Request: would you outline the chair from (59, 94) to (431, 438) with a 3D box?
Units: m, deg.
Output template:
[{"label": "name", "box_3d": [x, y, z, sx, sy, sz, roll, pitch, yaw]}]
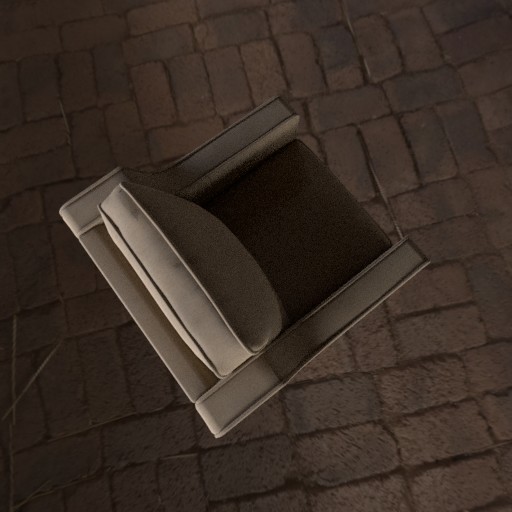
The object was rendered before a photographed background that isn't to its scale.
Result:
[{"label": "chair", "box_3d": [0.000, 0.000, 1.673, 0.909, 0.960, 0.831, -37, 78, -9]}]
